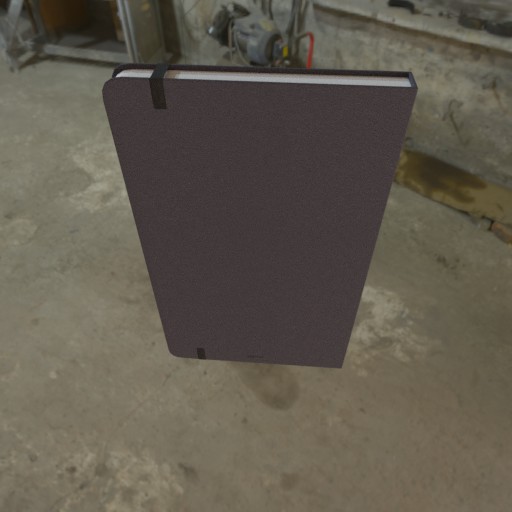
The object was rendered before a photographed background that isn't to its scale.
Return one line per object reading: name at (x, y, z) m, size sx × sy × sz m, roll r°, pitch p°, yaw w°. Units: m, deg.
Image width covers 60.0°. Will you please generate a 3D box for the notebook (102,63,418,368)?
notebook at (0.000, 0.000, 0.256) m, size 0.127 × 0.213 × 0.016 m, roll 3°, pitch 46°, yaw 3°
